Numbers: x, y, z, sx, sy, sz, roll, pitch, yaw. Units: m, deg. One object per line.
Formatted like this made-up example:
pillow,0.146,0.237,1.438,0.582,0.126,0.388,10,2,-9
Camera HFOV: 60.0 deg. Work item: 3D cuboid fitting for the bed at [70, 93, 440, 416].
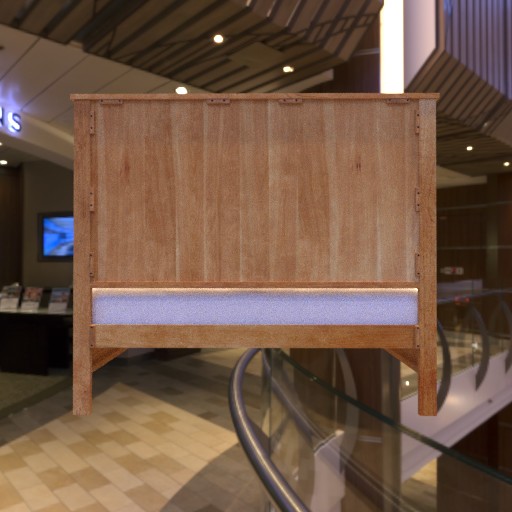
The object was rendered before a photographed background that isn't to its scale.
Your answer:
bed,0.000,0.000,3.927,2.225,1.938,2.530,0,0,0
